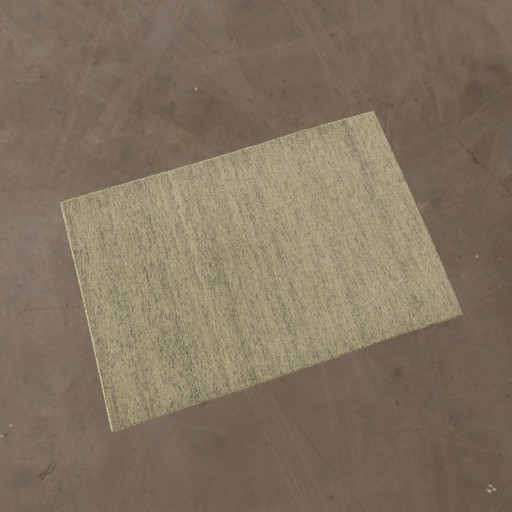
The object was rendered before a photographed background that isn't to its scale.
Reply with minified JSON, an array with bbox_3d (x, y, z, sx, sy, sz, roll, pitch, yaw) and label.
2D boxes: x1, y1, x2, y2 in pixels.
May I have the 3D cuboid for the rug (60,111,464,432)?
[{"bbox_3d":[0.000,0.000,2.340,1.846,0.014,1.243,-17,76,-4],"label":"rug"}]
